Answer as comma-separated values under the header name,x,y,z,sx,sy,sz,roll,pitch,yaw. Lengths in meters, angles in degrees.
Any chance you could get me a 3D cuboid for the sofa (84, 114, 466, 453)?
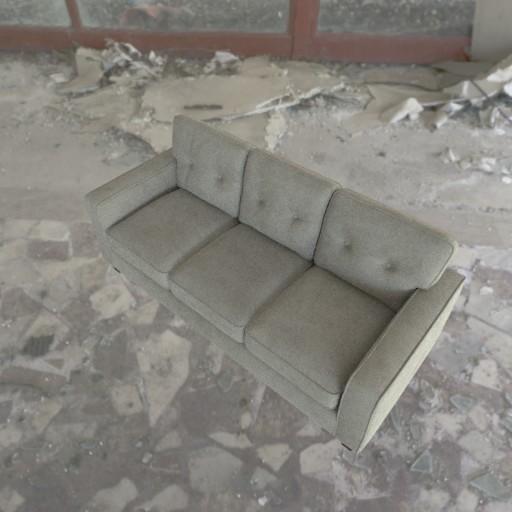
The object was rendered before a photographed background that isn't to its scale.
name,x,y,z,sx,sy,sz,roll,pitch,yaw
sofa,0.000,0.000,2.662,2.133,0.965,0.939,31,53,27
